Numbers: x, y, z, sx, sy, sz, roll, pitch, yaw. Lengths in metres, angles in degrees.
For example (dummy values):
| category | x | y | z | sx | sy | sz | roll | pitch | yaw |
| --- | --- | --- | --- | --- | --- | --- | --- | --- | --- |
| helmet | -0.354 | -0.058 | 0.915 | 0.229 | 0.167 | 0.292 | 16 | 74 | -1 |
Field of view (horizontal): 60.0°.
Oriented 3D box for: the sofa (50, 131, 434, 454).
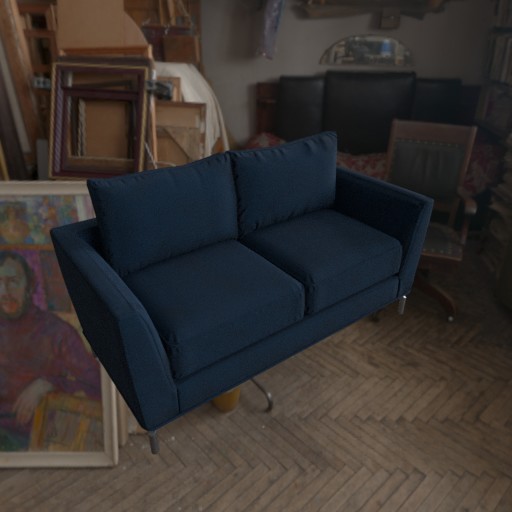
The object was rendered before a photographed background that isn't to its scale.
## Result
| category | x | y | z | sx | sy | sz | roll | pitch | yaw |
| --- | --- | --- | --- | --- | --- | --- | --- | --- | --- |
| sofa | 0.000 | 0.000 | 2.326 | 1.770 | 1.002 | 0.853 | -20 | 35 | -31 |
